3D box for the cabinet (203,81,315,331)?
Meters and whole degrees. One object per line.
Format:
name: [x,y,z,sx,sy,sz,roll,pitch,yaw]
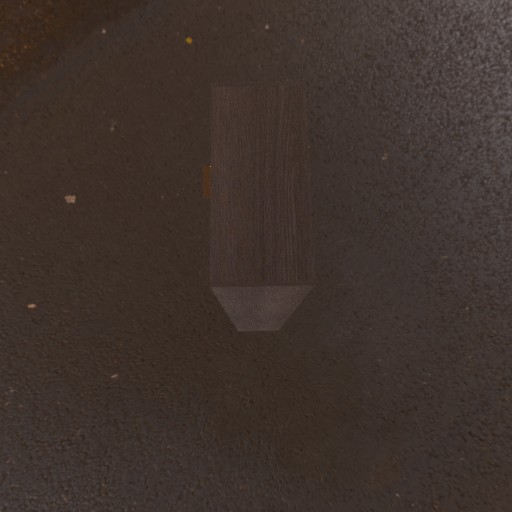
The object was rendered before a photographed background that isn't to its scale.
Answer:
cabinet: [0.000,0.000,1.848,0.255,1.630,0.520,-1,77,0]
